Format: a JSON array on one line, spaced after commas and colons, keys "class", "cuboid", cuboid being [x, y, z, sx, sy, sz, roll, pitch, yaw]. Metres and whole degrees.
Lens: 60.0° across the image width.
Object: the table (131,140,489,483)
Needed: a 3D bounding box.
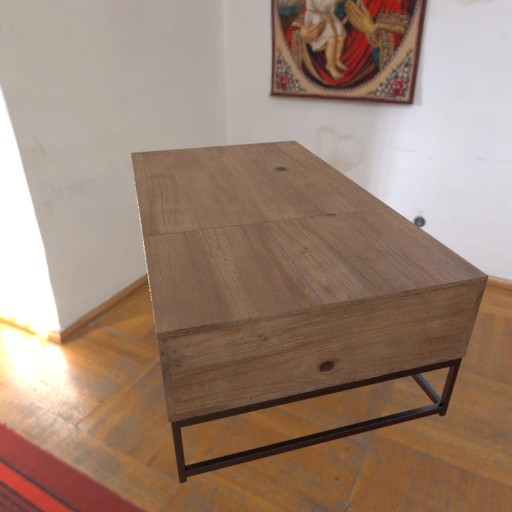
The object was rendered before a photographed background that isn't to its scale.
[{"class": "table", "cuboid": [0.000, 0.000, 1.360, 0.655, 0.395, 1.101, -8, 30, -14]}]
